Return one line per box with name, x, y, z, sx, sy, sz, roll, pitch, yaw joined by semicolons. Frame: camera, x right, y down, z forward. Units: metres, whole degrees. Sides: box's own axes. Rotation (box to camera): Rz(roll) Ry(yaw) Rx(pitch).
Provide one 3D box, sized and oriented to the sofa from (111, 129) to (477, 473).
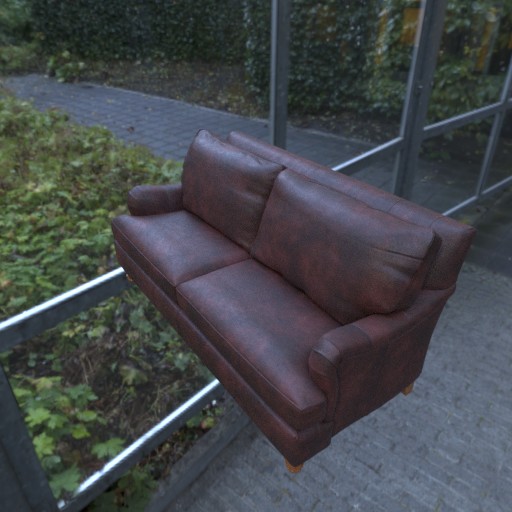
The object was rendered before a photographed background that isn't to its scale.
sofa;0.000;0.000;2.745;1.147;1.071;2.144;-21;37;-30
